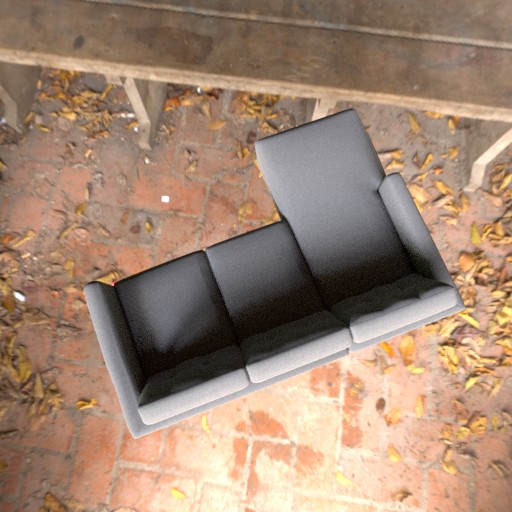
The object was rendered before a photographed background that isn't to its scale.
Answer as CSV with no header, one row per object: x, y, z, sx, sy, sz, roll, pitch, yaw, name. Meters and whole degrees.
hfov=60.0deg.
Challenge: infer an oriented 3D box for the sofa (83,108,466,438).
0.000,0.000,2.825,2.040,0.860,1.530,-20,77,-5,sofa
